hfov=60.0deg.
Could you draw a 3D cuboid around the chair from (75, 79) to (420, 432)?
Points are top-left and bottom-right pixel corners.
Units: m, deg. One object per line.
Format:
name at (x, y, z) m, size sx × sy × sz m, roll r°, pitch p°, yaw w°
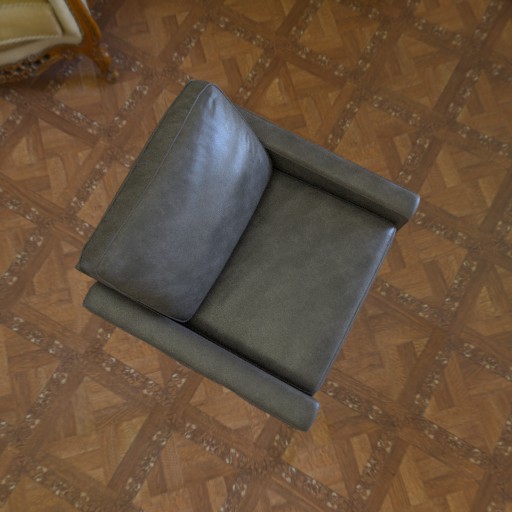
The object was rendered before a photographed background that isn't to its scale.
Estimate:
chair at (0.000, 0.000, 1.769) m, size 0.939 × 0.916 × 1.006 m, roll 28°, pitch 79°, yaw 6°
